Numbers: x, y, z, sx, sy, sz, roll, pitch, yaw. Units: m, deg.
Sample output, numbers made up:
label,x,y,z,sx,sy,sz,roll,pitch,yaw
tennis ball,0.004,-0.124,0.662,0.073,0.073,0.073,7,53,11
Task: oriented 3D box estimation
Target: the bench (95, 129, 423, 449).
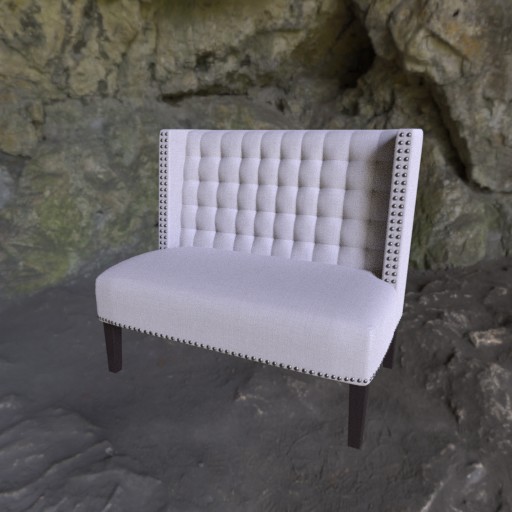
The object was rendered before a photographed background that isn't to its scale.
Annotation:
label,x,y,z,sx,sy,sz,roll,pitch,yaw
bench,0.000,0.000,2.039,1.280,1.123,0.847,8,17,26
